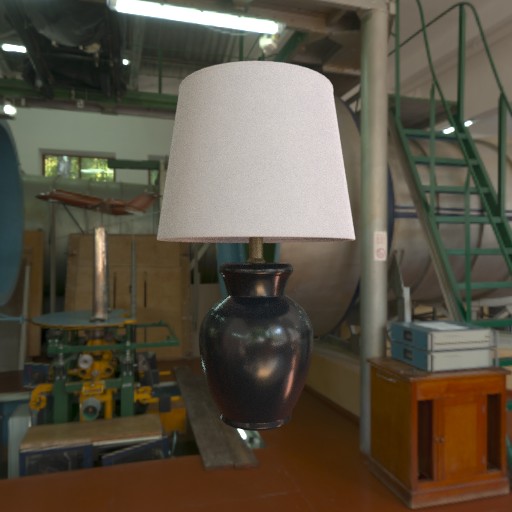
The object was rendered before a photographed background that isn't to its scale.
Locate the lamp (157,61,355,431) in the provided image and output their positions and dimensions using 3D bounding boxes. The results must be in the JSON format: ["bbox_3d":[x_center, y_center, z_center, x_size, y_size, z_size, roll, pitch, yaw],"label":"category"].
[{"bbox_3d":[0.000,0.000,0.547,0.239,0.399,0.239,0,0,0],"label":"lamp"}]
